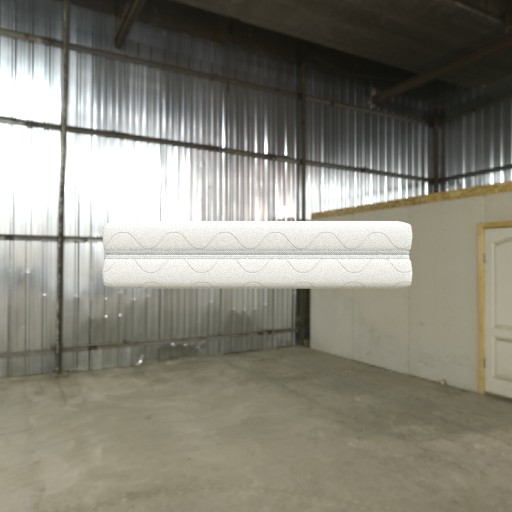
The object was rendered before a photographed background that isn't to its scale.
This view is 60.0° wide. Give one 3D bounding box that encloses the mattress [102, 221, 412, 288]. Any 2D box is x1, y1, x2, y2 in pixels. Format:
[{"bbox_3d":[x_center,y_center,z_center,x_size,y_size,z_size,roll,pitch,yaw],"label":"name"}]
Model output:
[{"bbox_3d":[0.000,0.000,2.227,0.900,0.200,1.900,0,0,0],"label":"mattress"}]
